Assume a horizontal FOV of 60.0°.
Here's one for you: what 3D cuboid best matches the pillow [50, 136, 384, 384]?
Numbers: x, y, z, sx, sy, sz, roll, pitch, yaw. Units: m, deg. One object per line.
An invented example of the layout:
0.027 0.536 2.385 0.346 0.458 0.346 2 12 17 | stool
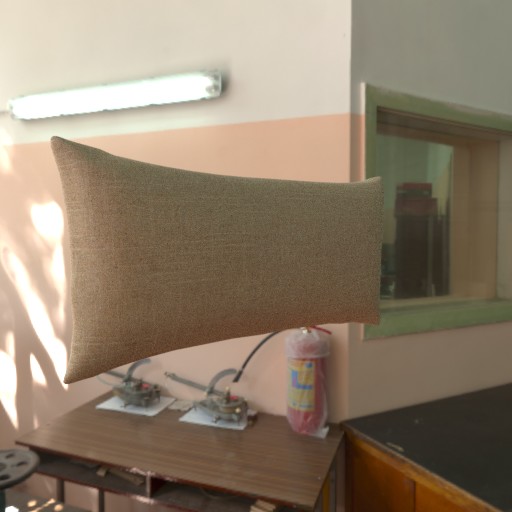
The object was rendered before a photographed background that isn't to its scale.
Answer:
0.000 0.000 1.008 0.859 0.429 0.197 -1 2 -36 | pillow
